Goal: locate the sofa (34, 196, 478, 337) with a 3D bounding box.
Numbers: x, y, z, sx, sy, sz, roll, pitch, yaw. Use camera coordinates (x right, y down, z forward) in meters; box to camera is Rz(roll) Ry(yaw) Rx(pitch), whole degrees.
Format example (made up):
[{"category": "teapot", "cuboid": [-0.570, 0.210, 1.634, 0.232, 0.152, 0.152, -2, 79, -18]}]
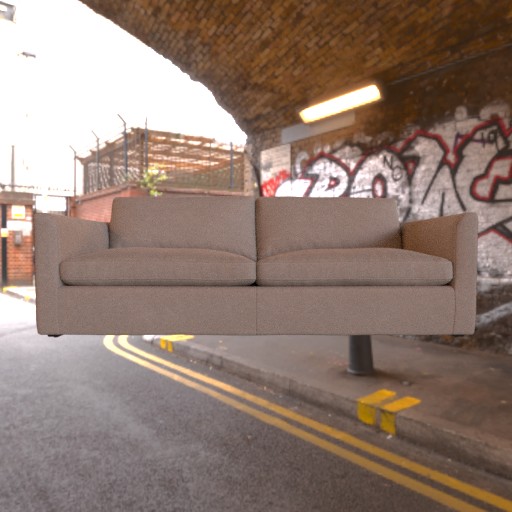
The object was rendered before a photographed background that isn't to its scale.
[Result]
[{"category": "sofa", "cuboid": [0.000, 0.000, 2.752, 2.588, 0.838, 1.090, 0, 0, 0]}]
